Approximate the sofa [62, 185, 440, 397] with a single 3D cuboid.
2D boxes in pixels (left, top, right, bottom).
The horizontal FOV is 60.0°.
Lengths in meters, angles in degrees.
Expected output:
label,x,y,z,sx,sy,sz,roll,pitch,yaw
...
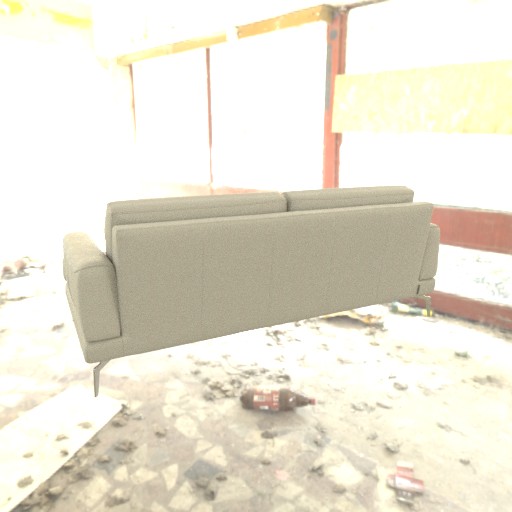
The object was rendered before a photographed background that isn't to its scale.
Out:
label,x,y,z,sx,sy,sz,roll,pitch,yaw
sofa,0.000,0.000,2.454,1.940,0.765,0.974,-7,16,-26
